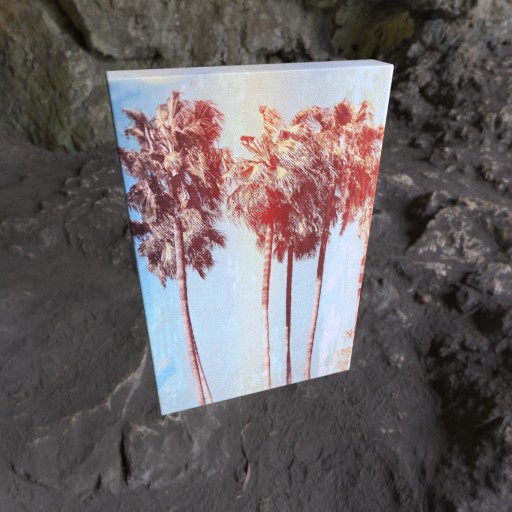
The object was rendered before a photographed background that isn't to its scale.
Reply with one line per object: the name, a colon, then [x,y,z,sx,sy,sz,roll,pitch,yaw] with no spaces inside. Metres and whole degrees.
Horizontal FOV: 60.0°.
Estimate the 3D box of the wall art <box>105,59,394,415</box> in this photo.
wall art: [0.000,0.000,0.481,0.251,0.380,0.039,-9,32,-15]
